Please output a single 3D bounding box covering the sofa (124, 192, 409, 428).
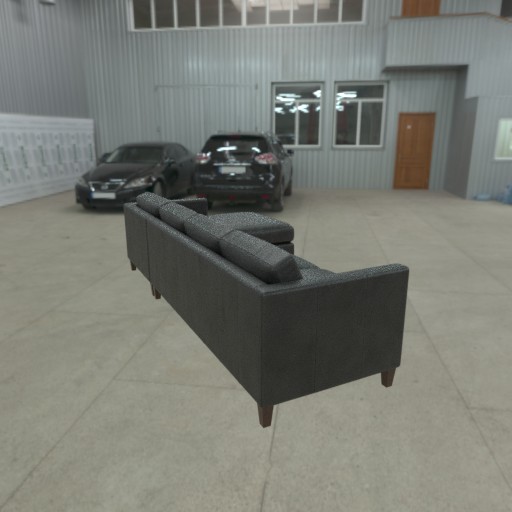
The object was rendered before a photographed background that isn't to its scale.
[{"bbox_3d":[0.000,0.000,3.831,1.581,0.883,3.203,-8,17,-26],"label":"sofa"}]
